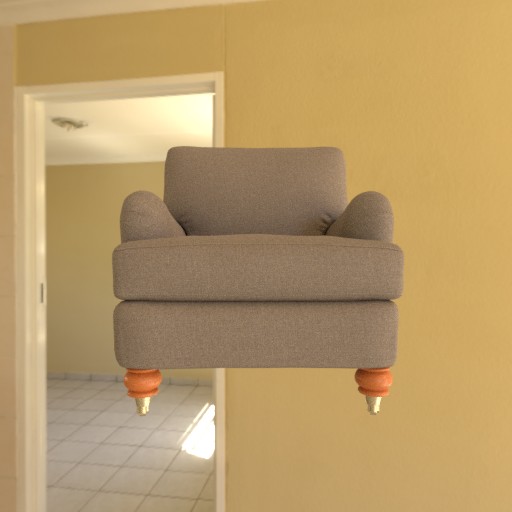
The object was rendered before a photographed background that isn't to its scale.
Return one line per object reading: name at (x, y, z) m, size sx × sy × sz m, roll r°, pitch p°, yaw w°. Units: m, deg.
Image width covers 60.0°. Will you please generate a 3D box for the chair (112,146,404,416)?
chair at (0.000, 0.000, 1.851) m, size 0.955 × 1.038 × 1.070 m, roll 0°, pitch 0°, yaw -1°
